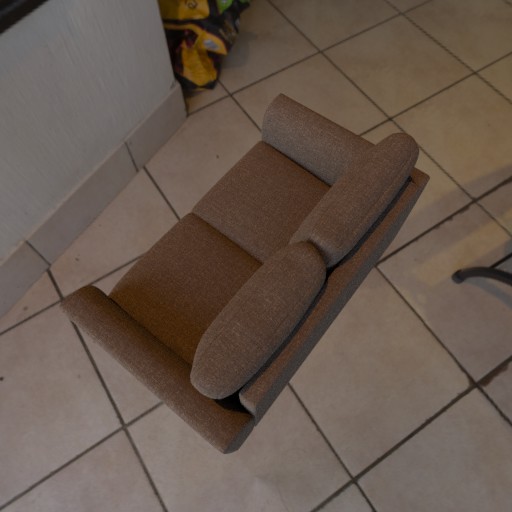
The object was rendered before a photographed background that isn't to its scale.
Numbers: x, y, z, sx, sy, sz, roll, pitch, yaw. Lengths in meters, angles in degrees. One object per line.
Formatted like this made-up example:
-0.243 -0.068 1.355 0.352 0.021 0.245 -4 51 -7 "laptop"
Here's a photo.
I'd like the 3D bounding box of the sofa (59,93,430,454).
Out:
0.000 0.000 1.979 0.851 0.885 1.423 35 69 16 "sofa"
